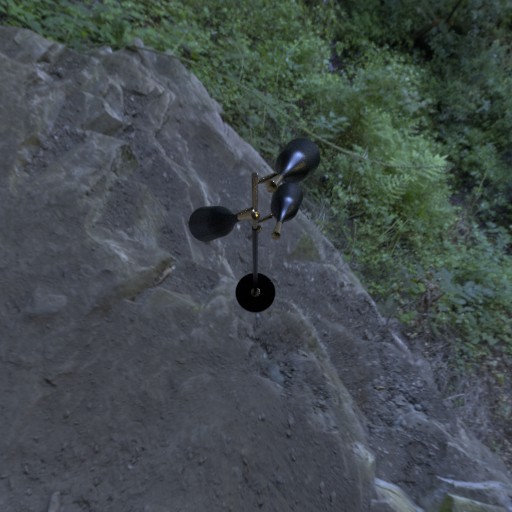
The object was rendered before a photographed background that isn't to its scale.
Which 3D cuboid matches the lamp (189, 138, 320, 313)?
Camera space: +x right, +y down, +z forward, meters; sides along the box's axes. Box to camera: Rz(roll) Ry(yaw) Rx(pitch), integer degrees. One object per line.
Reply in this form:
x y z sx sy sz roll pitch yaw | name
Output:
0.000 0.000 1.944 0.434 1.778 0.253 -24 76 -6 | lamp
